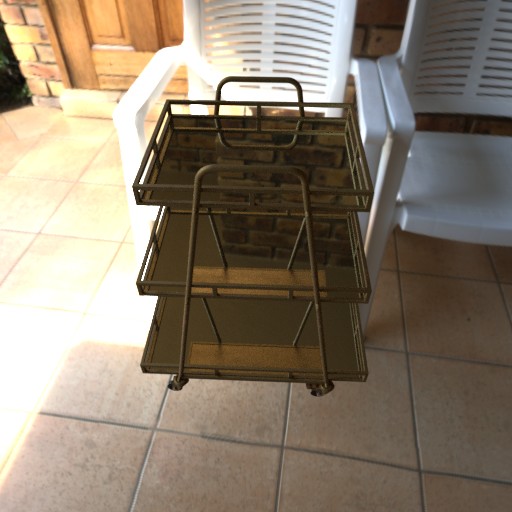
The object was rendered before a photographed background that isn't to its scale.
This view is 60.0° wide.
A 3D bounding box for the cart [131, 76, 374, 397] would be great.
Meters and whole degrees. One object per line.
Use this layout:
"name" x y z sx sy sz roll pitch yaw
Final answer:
"cart" 0.000 0.000 1.290 0.711 0.883 0.441 2 45 2
